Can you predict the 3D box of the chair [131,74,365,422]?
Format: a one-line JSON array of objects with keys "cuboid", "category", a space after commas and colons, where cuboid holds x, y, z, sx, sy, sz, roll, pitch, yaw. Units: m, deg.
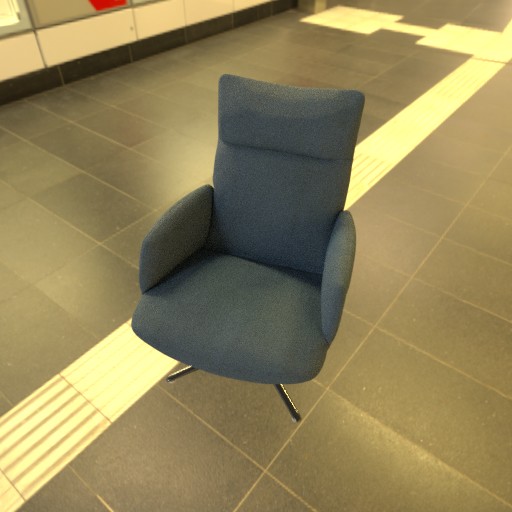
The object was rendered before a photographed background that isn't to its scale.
[{"cuboid": [0.000, 0.000, 1.636, 0.711, 1.016, 0.889, 13, 43, 14], "category": "chair"}]
